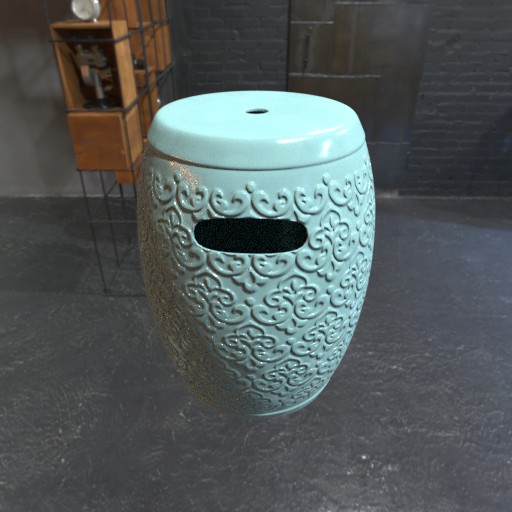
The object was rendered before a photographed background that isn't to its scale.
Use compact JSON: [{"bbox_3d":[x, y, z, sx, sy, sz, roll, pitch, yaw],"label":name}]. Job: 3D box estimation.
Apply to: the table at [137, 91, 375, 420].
[{"bbox_3d":[0.000,0.000,0.615,0.309,0.397,0.309,0,31,0],"label":"table"}]
